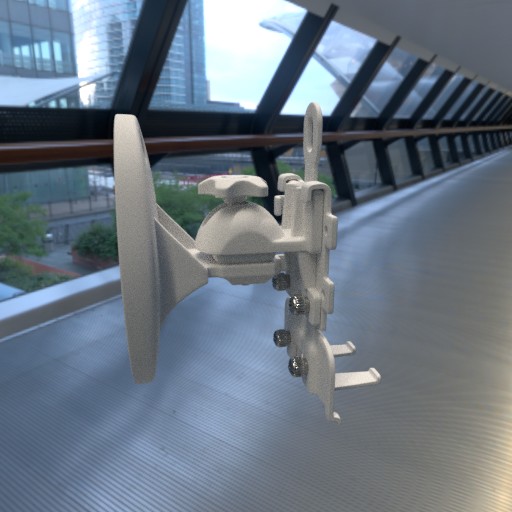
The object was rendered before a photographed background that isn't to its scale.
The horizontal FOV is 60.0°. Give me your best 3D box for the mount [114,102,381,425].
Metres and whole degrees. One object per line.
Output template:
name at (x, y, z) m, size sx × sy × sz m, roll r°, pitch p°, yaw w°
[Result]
mount at (0.000, 0.000, 0.178) m, size 0.100 × 0.118 × 0.066 m, roll -3°, pitch 16°, yaw -11°
